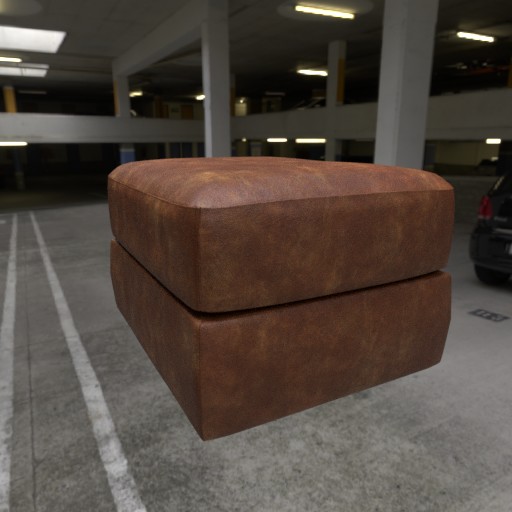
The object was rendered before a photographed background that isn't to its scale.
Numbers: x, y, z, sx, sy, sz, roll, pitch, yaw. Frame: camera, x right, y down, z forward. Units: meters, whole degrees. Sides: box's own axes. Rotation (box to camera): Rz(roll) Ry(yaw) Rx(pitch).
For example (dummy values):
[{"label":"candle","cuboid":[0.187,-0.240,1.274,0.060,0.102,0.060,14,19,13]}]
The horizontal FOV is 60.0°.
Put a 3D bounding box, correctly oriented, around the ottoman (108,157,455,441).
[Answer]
[{"label":"ottoman","cuboid":[0.000,0.000,1.125,0.603,0.476,0.751,-8,17,-27]}]
